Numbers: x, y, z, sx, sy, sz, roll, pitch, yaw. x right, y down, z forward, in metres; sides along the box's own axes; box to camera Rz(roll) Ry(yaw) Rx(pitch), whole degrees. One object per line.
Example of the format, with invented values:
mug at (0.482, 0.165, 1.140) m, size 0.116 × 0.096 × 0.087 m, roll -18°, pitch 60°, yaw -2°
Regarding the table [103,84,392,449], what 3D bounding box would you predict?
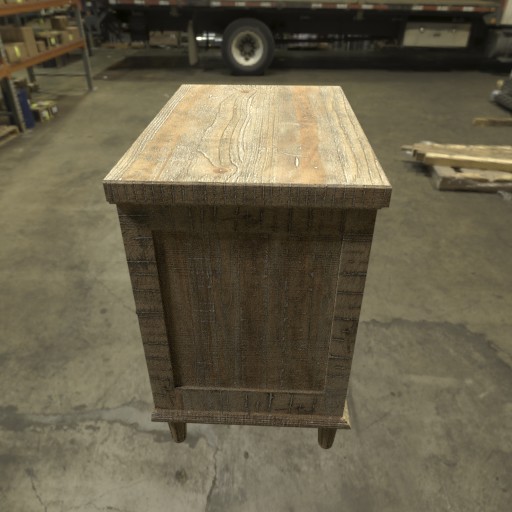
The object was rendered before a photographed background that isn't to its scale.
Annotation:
table at (0.000, 0.000, 1.160) m, size 0.457 × 0.711 × 0.686 m, roll 1°, pitch 33°, yaw 2°
